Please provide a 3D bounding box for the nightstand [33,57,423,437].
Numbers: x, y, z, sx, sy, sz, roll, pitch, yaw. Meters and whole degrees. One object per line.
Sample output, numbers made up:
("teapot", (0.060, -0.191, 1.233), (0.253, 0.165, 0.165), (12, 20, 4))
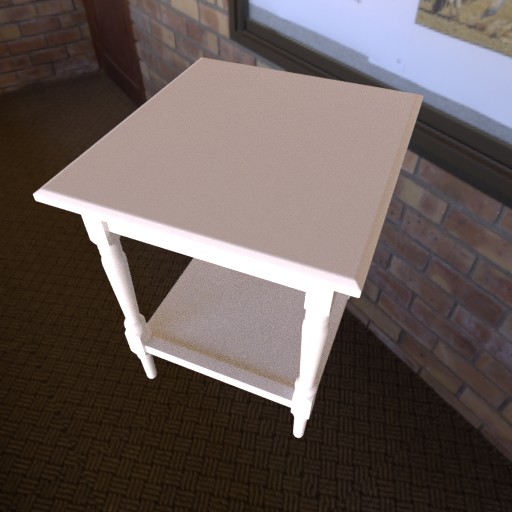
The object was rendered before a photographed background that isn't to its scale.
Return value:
("nightstand", (0.000, 0.000, 0.908), (0.459, 0.555, 0.505), (16, 48, 15))
